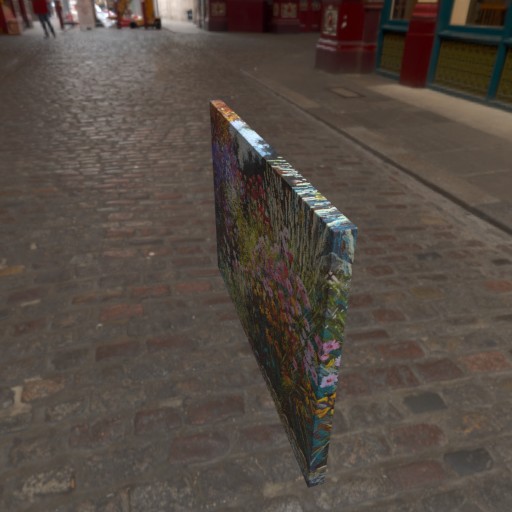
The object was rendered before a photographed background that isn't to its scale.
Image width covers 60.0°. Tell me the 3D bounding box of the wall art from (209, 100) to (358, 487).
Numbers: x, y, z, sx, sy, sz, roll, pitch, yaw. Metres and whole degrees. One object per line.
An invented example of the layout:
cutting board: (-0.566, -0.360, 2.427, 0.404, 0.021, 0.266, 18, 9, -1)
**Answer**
wall art: (0.000, 0.000, 1.153, 0.037, 0.604, 0.908, -8, 32, -14)
